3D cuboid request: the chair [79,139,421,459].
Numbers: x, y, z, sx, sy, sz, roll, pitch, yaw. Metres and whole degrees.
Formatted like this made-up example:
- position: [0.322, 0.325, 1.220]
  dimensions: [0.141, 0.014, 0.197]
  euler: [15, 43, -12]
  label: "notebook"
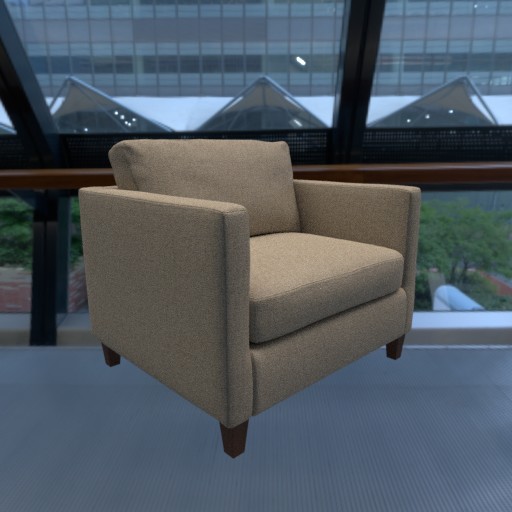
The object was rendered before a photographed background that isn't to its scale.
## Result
- position: [0.000, 0.000, 1.860]
  dimensions: [1.107, 0.961, 0.959]
  euler: [-12, 18, -42]
  label: "chair"
